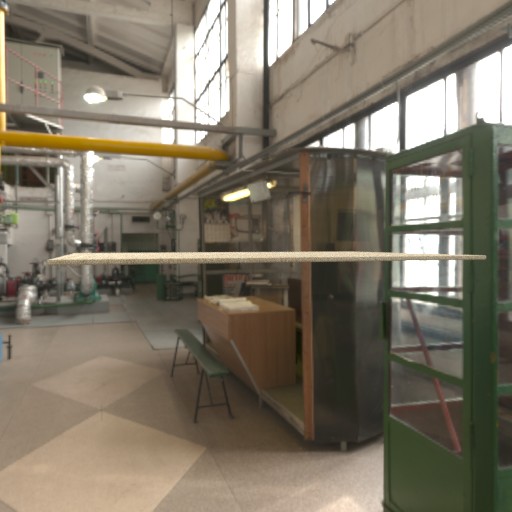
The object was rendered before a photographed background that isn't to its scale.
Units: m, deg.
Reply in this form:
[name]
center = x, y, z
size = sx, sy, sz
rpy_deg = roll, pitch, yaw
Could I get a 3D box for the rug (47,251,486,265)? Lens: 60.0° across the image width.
[rug]
center = 0.000, 0.000, 2.940
size = 2.346, 0.025, 1.500
rpy_deg = 0, 2, -18
